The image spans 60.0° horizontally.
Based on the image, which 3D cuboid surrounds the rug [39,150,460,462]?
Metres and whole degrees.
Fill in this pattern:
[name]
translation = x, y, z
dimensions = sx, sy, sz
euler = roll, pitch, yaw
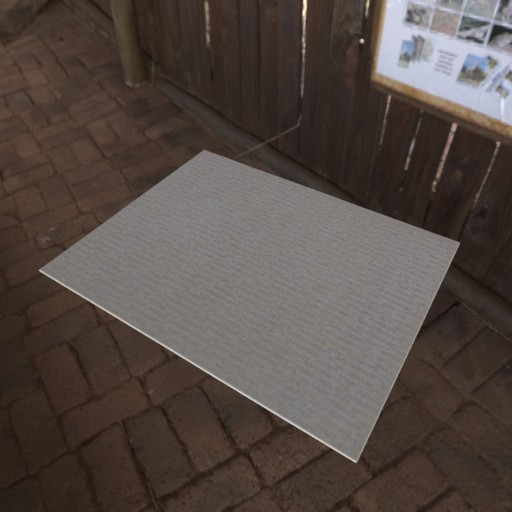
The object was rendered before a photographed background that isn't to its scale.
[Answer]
[rug]
translation = 0.000, 0.000, 4.077
dimensions = 3.055, 0.021, 2.410
euler = 24, 50, 23
